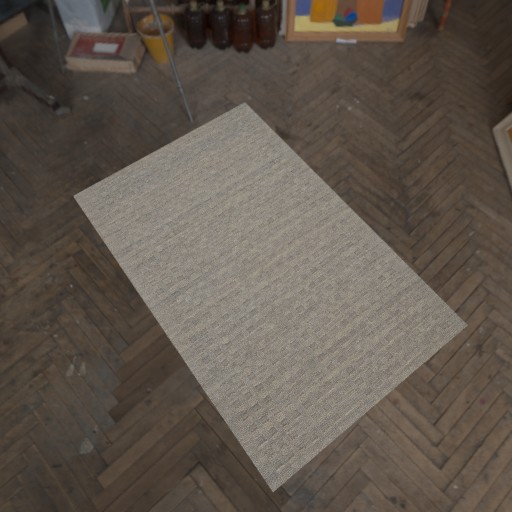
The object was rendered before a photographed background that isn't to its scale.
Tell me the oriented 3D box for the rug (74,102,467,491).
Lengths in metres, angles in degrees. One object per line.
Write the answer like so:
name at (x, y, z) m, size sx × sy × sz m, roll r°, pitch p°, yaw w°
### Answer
rug at (0.000, 0.000, 2.220) m, size 1.142 × 0.006 × 1.752 m, roll -34°, pitch 68°, yaw -16°
